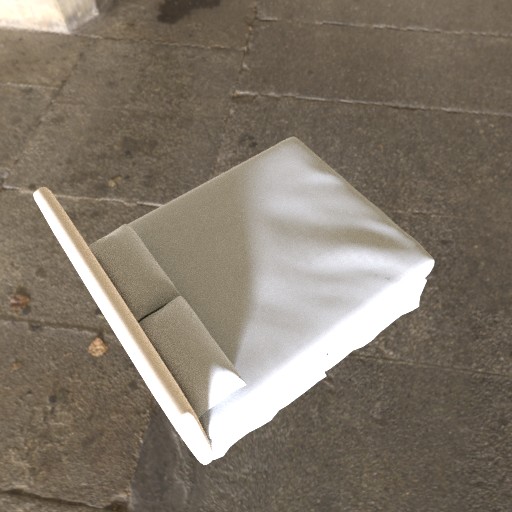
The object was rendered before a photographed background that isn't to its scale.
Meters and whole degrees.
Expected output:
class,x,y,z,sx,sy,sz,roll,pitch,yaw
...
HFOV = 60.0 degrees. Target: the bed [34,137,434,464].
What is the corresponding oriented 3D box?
class,x,y,z,sx,sy,sz,roll,pitch,yaw
bed,0.000,0.000,3.173,2.142,1.330,1.748,-32,63,-19
